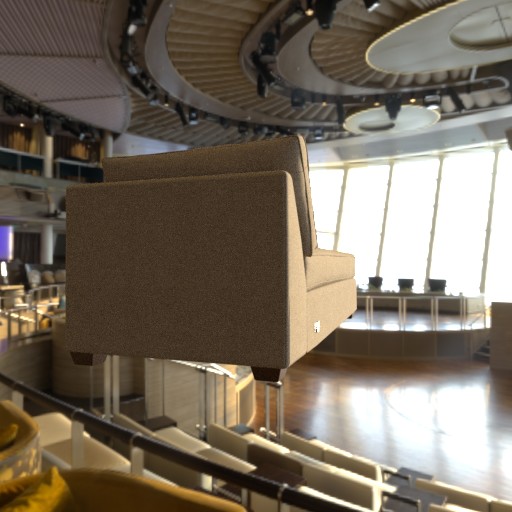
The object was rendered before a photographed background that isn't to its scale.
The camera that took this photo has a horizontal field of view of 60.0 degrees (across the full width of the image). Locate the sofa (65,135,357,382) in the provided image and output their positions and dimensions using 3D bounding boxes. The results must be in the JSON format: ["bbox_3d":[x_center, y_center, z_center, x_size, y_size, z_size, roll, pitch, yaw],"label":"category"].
[{"bbox_3d":[0.000,0.000,2.901,1.110,1.019,2.238,0,-1,19],"label":"sofa"}]
